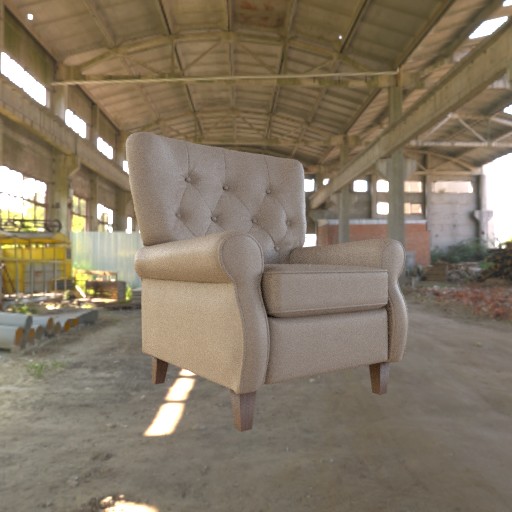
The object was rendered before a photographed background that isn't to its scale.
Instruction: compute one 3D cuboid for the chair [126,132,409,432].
[{"bbox_3d":[0.000,0.000,1.974,0.999,1.138,1.041,1,-1,-35],"label":"chair"}]
